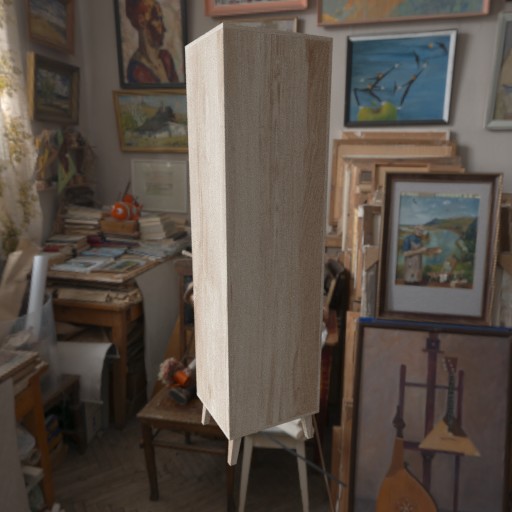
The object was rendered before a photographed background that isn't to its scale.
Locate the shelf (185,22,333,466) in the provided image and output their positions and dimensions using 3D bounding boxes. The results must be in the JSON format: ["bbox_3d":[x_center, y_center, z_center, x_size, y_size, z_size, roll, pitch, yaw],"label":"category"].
[{"bbox_3d":[0.000,0.000,2.204,0.510,1.960,0.450,-7,15,-26],"label":"shelf"}]
